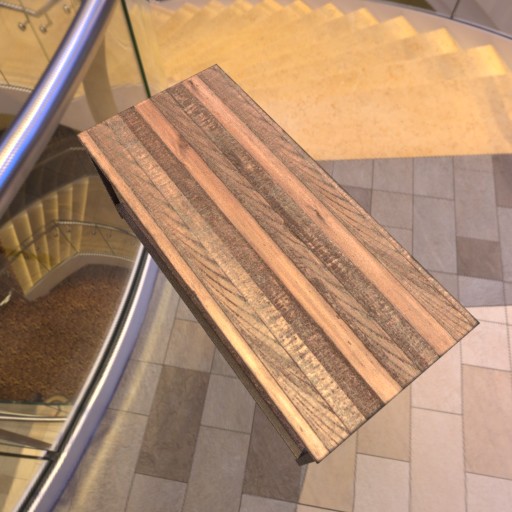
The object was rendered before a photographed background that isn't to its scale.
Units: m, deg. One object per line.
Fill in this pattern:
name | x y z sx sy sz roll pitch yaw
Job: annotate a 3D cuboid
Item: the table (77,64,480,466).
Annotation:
table | 0.000 0.000 1.239 0.452 0.399 0.990 -34 68 -16
